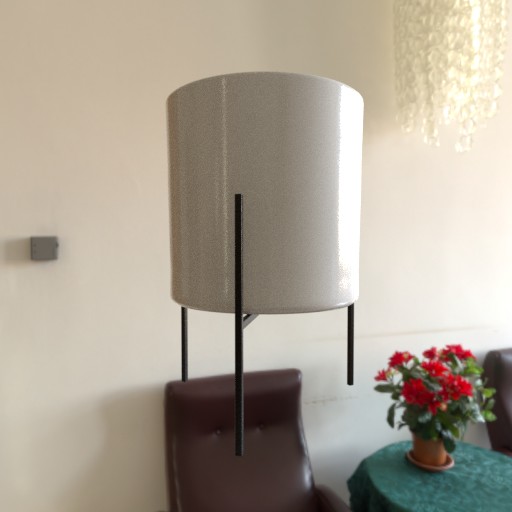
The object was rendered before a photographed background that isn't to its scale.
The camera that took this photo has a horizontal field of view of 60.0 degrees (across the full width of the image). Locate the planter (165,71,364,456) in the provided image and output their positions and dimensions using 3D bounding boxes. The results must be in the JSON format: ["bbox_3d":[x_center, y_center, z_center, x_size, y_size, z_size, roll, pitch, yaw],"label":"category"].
[{"bbox_3d":[0.000,0.000,0.655,0.308,0.431,0.307,1,2,36],"label":"planter"}]
